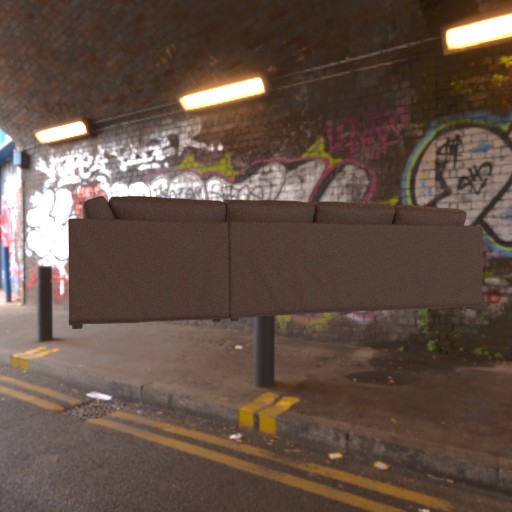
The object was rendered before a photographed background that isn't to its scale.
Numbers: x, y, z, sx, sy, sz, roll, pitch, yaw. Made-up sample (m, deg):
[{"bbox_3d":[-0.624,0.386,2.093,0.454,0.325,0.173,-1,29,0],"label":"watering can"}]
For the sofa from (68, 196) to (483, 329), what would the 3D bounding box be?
[{"bbox_3d":[0.000,0.000,4.323,3.182,0.871,2.432,0,1,-17],"label":"sofa"}]
